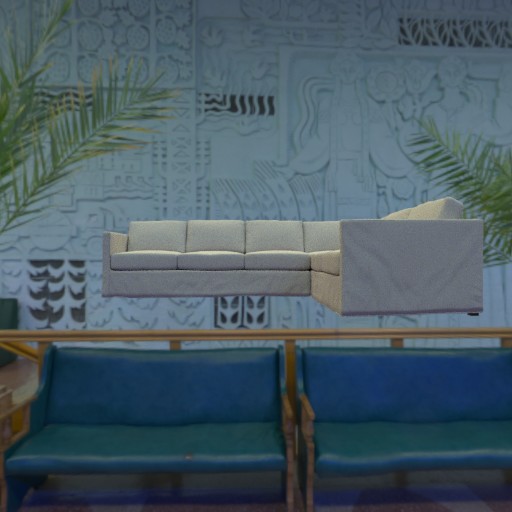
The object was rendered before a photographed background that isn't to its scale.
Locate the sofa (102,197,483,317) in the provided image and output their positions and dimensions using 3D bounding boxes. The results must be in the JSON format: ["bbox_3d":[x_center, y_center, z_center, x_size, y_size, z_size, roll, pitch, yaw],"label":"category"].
[{"bbox_3d":[0.000,0.000,4.294,3.182,0.871,2.432,0,0,-1],"label":"sofa"}]
